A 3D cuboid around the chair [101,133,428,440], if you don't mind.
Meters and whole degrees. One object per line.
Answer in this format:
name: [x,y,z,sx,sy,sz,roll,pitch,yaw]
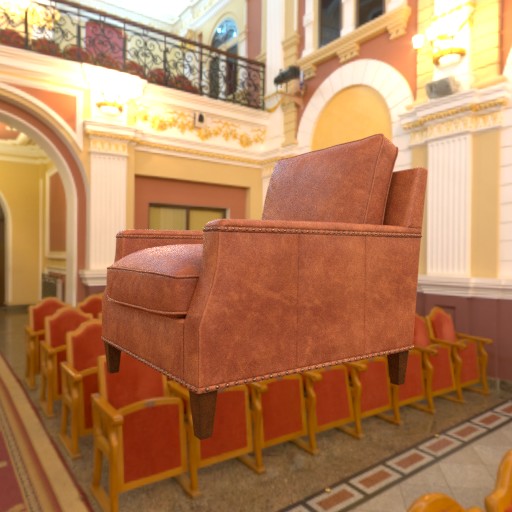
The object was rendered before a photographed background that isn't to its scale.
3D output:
chair: [0.000,0.000,1.734,1.014,0.943,0.853,0,1,-35]
